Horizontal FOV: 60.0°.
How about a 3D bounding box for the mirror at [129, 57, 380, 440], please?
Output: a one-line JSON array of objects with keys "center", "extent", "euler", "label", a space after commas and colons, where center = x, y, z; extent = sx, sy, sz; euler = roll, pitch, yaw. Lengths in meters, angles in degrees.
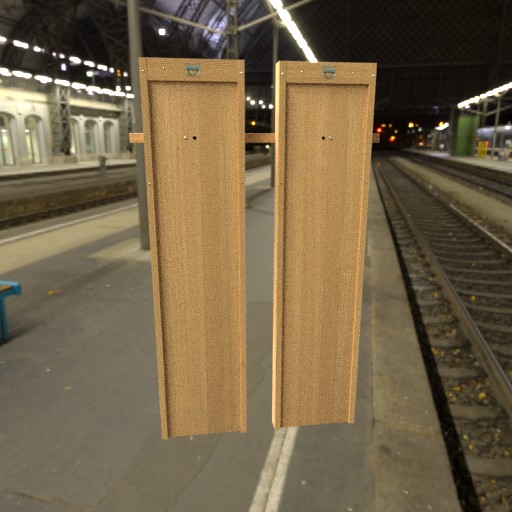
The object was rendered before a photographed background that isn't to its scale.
[{"center": [0.000, 0.000, 1.579], "extent": [0.800, 1.250, 0.260], "euler": [-2, 15, -8], "label": "mirror"}]
